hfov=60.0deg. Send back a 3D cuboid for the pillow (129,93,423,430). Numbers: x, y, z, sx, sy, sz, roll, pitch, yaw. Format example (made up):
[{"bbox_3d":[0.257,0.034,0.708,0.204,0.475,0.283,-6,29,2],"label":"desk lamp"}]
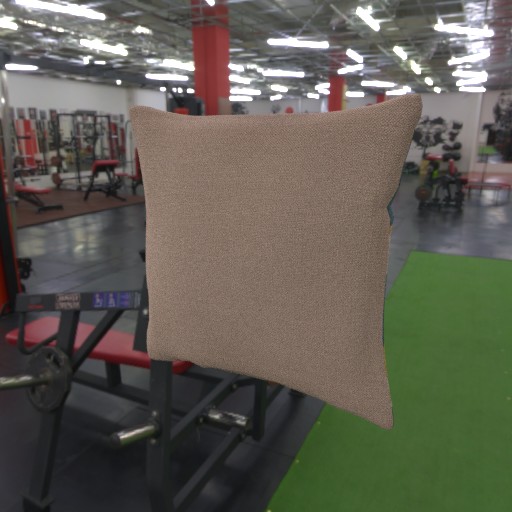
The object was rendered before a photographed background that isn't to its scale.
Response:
[{"bbox_3d":[0.000,0.000,0.722,0.478,0.479,0.158,8,17,27],"label":"pillow"}]
